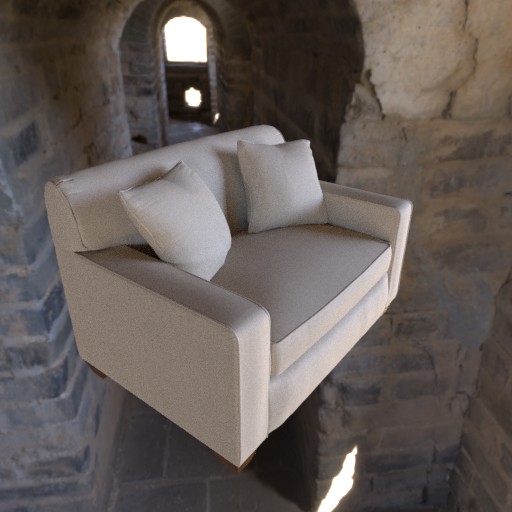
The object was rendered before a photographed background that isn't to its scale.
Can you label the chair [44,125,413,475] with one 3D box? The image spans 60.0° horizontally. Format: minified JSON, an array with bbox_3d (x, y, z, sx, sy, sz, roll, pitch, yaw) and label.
[{"bbox_3d":[0.000,0.000,2.047,1.000,0.948,1.383,19,33,33],"label":"chair"}]
